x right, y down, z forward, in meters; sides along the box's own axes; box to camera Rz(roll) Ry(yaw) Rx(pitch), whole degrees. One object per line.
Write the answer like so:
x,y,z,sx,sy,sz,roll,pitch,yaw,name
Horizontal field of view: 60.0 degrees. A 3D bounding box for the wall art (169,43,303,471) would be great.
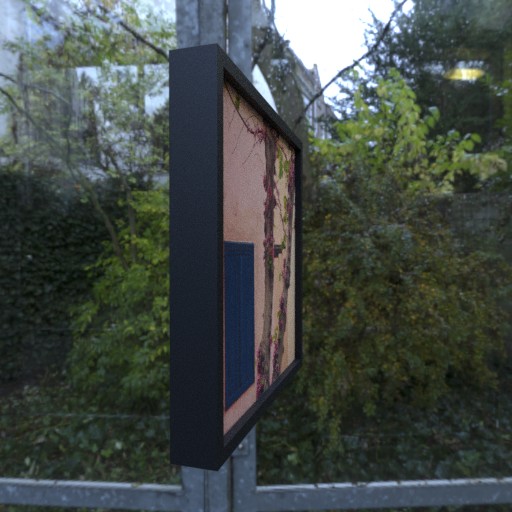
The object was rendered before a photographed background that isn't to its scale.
0.000,0.000,0.465,0.038,0.304,0.305,0,1,17,wall art
